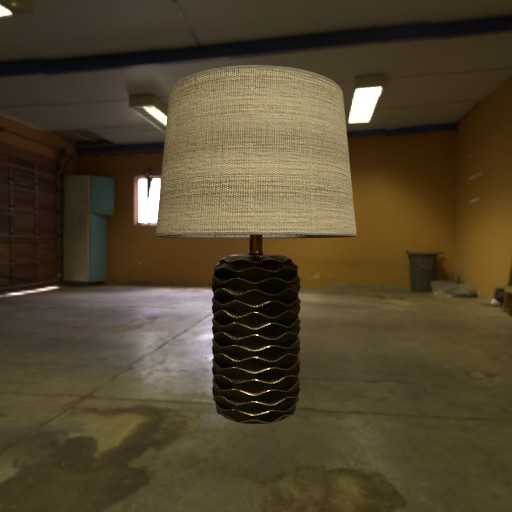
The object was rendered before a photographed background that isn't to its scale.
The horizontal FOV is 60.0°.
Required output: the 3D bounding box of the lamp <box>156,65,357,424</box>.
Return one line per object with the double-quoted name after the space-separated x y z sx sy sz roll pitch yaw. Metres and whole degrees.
0.000 0.000 0.850 0.376 0.594 0.376 0 1 0 "lamp"
